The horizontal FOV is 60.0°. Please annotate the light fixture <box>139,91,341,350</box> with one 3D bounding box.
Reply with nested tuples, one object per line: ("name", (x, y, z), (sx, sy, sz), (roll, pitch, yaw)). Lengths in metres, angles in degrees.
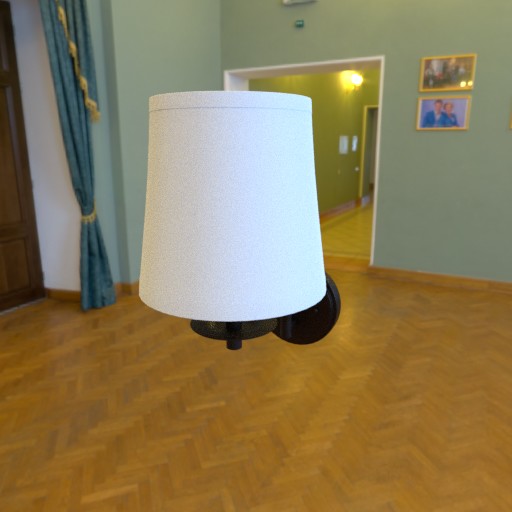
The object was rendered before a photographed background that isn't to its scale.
("light fixture", (0.000, 0.000, 0.265), (0.100, 0.172, 0.157), (7, 16, 25))
